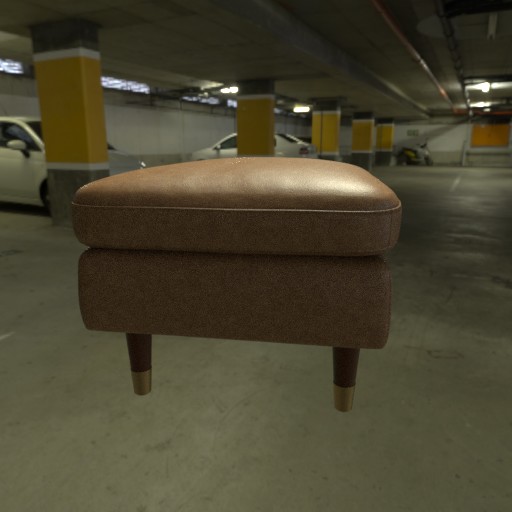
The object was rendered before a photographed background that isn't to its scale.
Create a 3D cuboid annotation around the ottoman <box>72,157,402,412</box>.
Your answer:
[{"bbox_3d":[0.000,0.000,1.104,0.593,0.478,0.747,2,14,8],"label":"ottoman"}]
